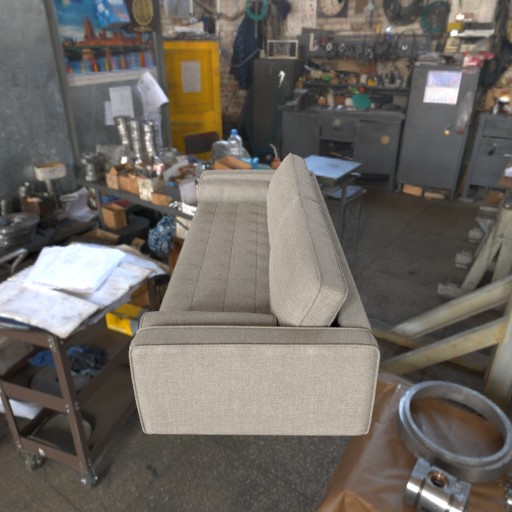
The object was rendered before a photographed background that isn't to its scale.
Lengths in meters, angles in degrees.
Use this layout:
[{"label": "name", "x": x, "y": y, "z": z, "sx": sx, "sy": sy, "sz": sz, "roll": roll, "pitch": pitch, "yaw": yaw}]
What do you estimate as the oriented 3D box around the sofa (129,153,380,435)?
[{"label": "sofa", "x": 0.000, "y": 0.000, "z": 2.601, "sx": 0.914, "sy": 0.762, "sz": 2.211, "roll": 0, "pitch": 27, "yaw": 1}]
